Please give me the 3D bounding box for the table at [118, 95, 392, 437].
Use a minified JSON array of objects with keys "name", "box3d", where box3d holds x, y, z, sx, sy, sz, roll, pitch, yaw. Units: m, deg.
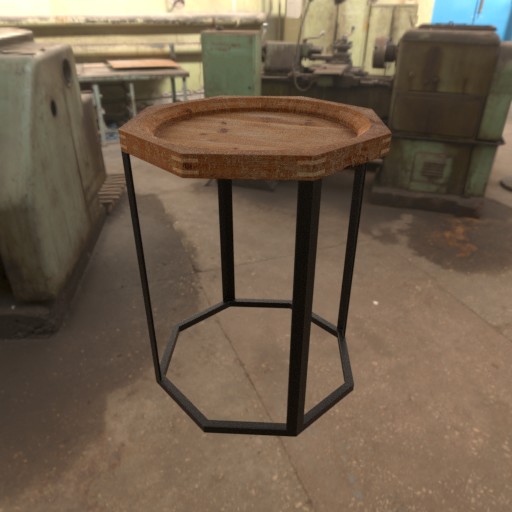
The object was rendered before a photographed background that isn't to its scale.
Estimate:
[{"name":"table","box3d":[0.000,0.000,0.894,0.458,0.543,0.458,-10,31,-17]}]
